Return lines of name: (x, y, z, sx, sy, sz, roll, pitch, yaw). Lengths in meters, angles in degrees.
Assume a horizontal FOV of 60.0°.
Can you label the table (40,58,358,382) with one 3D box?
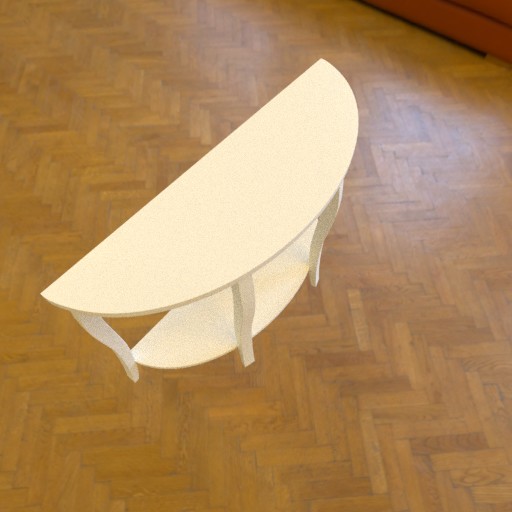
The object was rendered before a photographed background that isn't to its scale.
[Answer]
table: (0.000, 0.000, 1.619, 0.394, 0.780, 1.219, 35, 65, 19)
